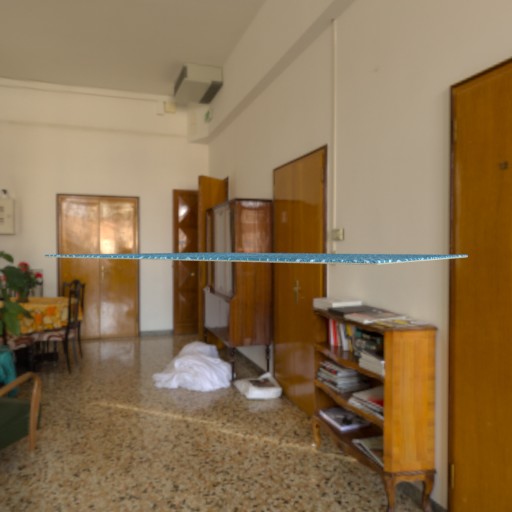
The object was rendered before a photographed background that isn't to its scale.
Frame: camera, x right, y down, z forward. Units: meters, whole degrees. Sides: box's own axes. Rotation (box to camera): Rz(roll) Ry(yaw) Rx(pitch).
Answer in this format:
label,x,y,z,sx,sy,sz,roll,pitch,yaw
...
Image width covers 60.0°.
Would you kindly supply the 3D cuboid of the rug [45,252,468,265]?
label,x,y,z,sx,sy,sz,roll,pitch,yaw
rug,0.000,0.000,2.765,2.144,0.015,1.543,1,1,36
